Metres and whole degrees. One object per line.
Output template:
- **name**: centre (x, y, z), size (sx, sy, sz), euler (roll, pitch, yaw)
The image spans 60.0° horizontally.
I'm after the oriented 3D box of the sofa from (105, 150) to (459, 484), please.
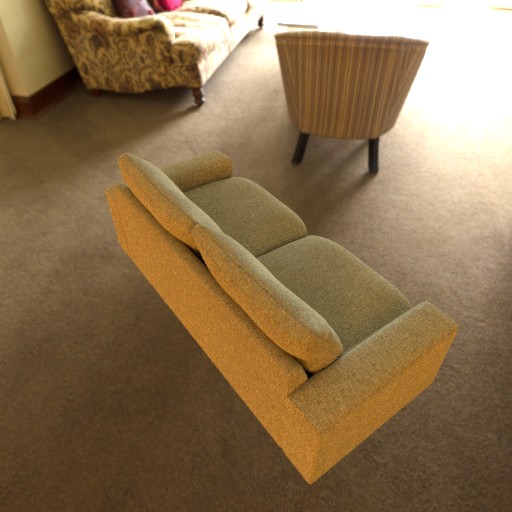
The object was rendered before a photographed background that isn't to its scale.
- **sofa**: centre (0.000, 0.000, 2.825), size (1.040, 0.922, 2.299), euler (-26, 48, -26)
